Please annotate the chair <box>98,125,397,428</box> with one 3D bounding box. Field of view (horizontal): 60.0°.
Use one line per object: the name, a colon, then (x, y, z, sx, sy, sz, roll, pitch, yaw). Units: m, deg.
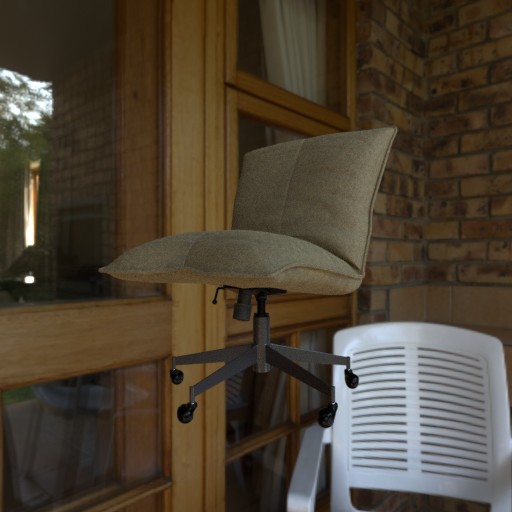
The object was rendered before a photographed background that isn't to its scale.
chair: (0.000, 0.000, 1.282, 0.597, 0.811, 0.696, 0, 0, 37)
